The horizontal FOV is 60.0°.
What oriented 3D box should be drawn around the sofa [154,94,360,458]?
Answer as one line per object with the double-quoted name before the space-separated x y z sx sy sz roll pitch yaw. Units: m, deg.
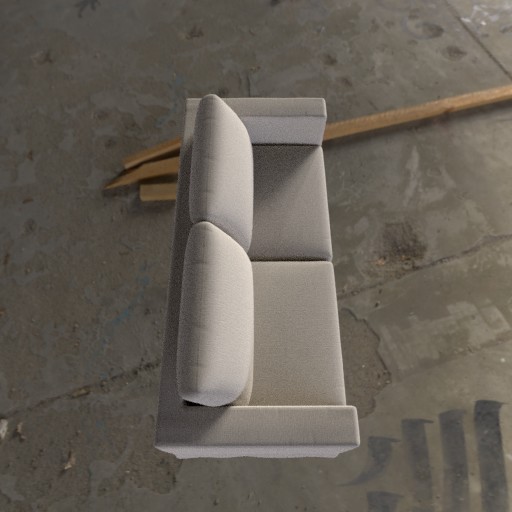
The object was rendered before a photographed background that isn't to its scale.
"sofa" 0.000 0.000 2.647 0.954 0.881 2.163 0 63 0
